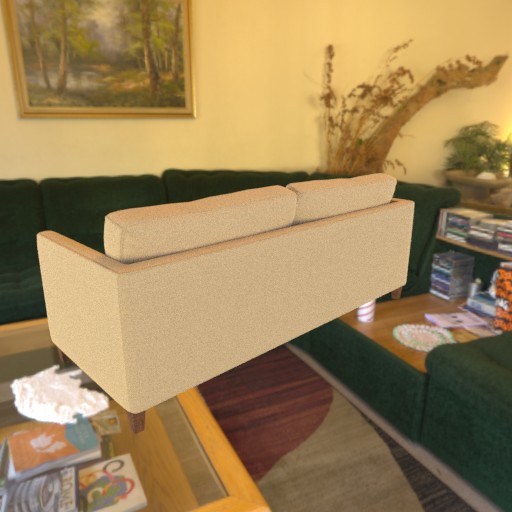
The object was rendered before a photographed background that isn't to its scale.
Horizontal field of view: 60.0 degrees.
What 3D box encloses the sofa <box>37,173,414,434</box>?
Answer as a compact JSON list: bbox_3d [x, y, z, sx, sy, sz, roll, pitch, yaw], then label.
[{"bbox_3d":[0.000,0.000,2.858,2.361,0.968,0.951,-15,23,-41],"label":"sofa"}]
